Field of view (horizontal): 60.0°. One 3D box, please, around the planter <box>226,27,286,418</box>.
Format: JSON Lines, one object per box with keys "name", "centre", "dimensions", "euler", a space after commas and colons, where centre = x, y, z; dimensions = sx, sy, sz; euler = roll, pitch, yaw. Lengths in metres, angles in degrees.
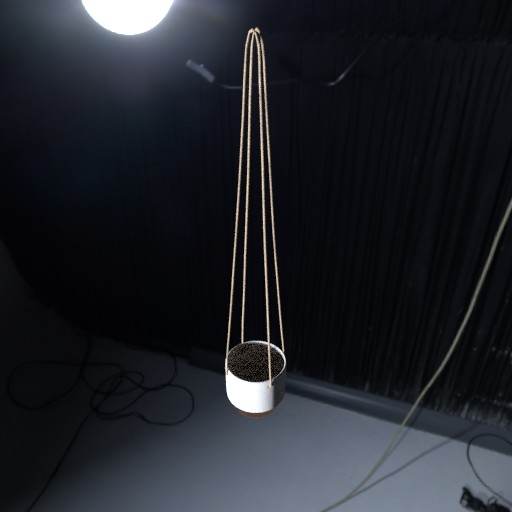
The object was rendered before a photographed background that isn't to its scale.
{"name": "planter", "centre": [0.000, 0.000, 0.917], "dimensions": [0.146, 0.841, 0.146], "euler": [10, 31, 17]}
